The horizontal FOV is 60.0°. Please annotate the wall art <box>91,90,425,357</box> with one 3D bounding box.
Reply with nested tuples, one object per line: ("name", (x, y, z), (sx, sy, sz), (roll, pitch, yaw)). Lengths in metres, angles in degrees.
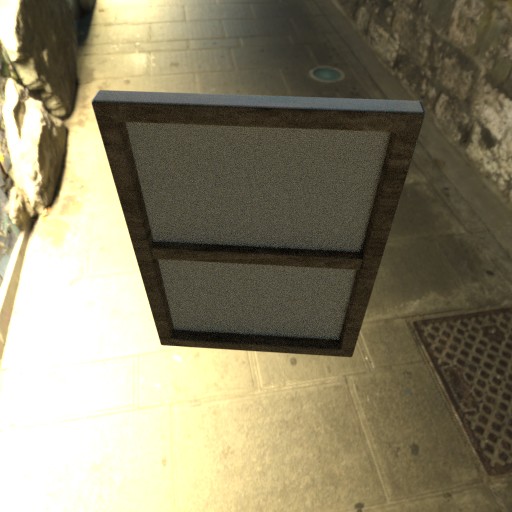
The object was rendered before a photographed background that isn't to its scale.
("wall art", (0.000, 0.000, 0.813), (0.443, 0.605, 0.035), (3, 47, 3))
